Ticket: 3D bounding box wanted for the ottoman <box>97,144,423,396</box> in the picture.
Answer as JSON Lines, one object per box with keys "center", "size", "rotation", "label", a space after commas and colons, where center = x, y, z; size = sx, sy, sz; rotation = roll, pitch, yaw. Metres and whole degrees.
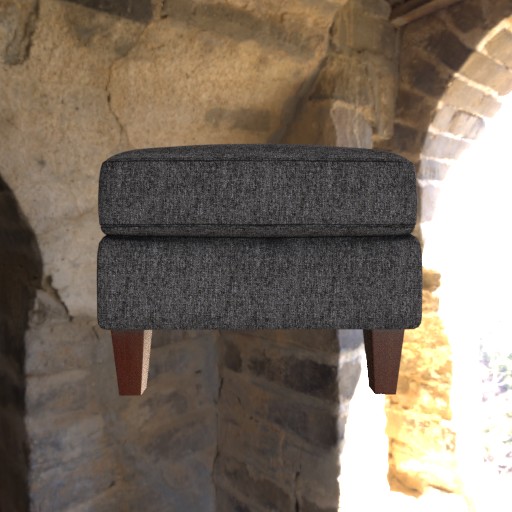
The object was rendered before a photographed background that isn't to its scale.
{"center": [0.000, 0.000, 1.188], "size": [0.584, 0.483, 0.864], "rotation": [0, 2, -1], "label": "ottoman"}
